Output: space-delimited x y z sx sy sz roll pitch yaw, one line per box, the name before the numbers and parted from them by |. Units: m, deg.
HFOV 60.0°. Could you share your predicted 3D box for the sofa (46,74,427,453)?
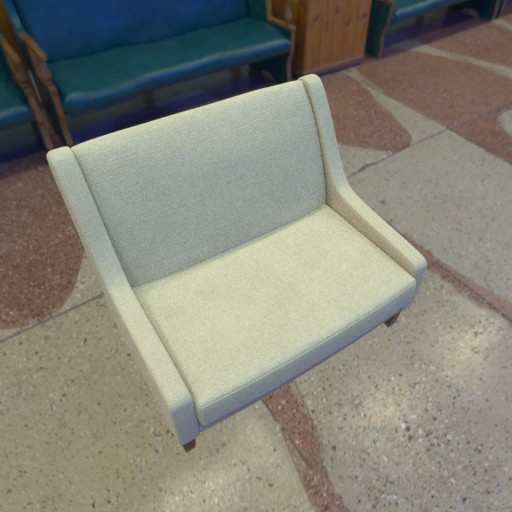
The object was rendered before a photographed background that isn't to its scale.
sofa | 0.000 0.000 1.875 1.212 0.976 0.946 -25 51 -22
